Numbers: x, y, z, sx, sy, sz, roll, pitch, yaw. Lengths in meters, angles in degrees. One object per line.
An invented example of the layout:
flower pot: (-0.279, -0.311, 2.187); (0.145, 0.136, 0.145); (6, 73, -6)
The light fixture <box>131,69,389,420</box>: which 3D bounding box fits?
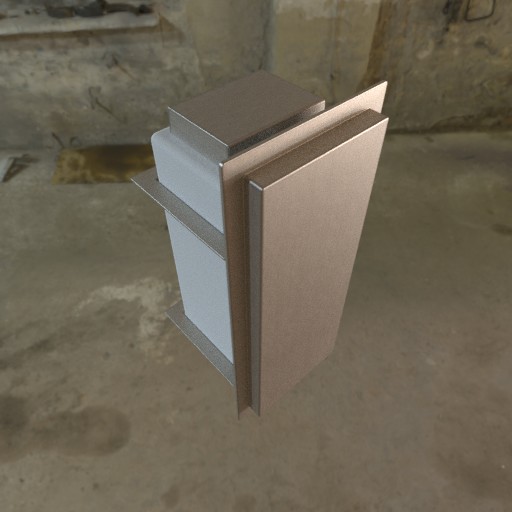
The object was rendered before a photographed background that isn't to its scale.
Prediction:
light fixture: (0.000, 0.000, 0.479); (0.168, 0.380, 0.160); (-33, 55, -27)
